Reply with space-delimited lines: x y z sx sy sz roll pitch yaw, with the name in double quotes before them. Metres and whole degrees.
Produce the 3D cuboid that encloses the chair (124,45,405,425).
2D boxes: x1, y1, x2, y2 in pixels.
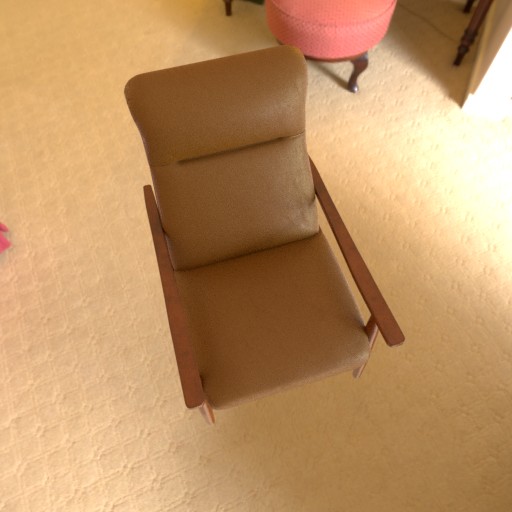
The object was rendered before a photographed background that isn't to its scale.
"chair" 0.000 0.000 1.749 0.762 1.082 1.014 -15 63 -8
